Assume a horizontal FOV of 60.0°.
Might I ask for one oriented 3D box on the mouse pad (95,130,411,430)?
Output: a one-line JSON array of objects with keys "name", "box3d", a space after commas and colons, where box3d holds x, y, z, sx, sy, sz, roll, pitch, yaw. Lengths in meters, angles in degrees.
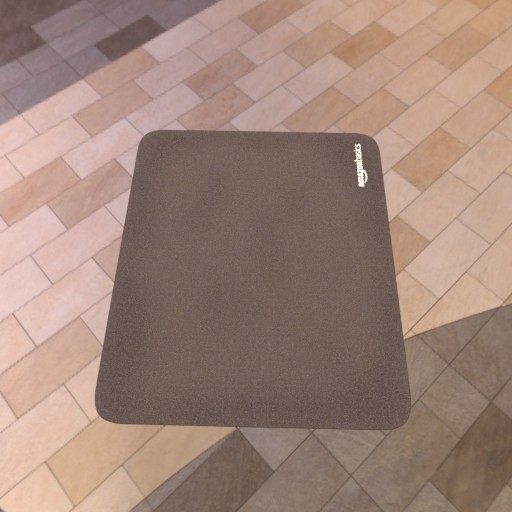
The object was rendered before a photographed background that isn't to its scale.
[{"name": "mouse pad", "box3d": [0.000, 0.000, 0.435, 0.269, 0.002, 0.315, 1, 64, 1]}]
